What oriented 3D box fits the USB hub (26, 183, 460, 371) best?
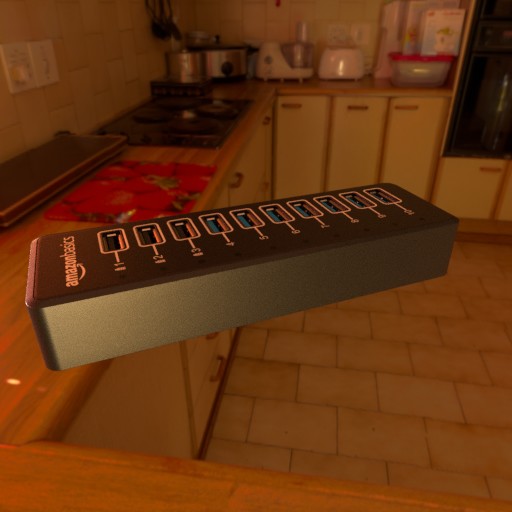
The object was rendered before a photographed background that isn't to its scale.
[{"bbox_3d":[0.000,0.000,0.160,0.145,0.023,0.044,-11,32,-19],"label":"USB hub"}]
